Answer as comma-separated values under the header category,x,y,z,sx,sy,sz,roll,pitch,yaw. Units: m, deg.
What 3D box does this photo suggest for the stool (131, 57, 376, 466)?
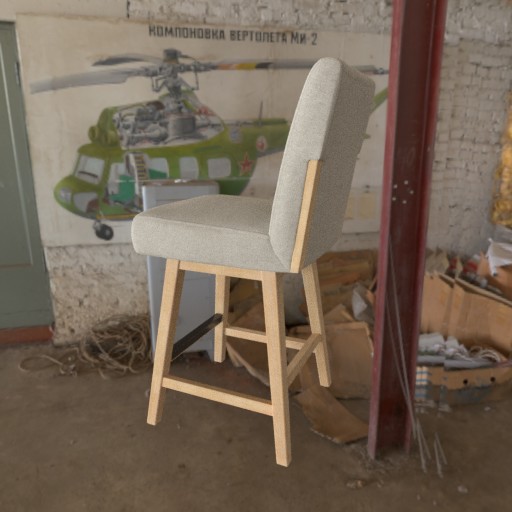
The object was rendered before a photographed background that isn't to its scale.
category,x,y,z,sx,sy,sz,roll,pitch,yaw
stool,0.000,0.000,1.409,0.606,1.085,0.507,7,17,23
